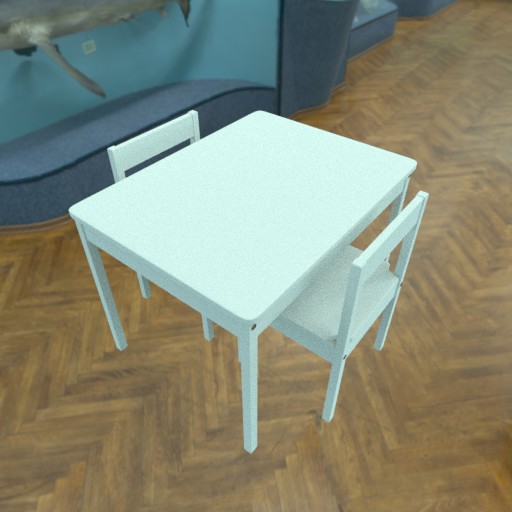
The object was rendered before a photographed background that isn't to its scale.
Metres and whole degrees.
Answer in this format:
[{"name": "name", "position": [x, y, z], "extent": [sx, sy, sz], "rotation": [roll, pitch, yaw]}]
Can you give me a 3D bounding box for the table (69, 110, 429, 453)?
[{"name": "table", "position": [0.000, 0.000, 1.134], "extent": [0.672, 0.503, 0.650], "rotation": [27, 48, 28]}]
